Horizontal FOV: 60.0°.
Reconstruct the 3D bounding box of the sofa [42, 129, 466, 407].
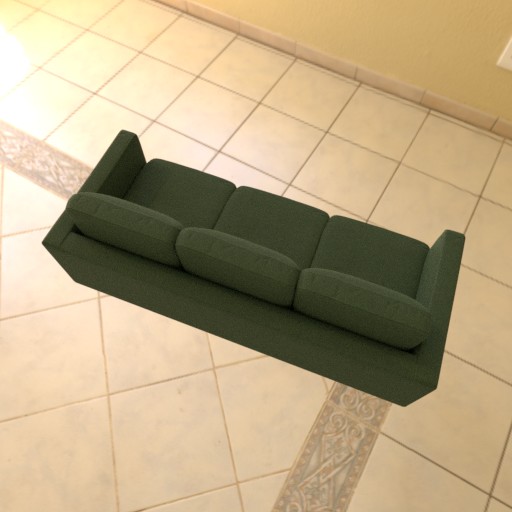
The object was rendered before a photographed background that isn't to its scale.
[{"bbox_3d":[0.000,0.000,2.485,2.029,0.899,0.879,19,64,10],"label":"sofa"}]
